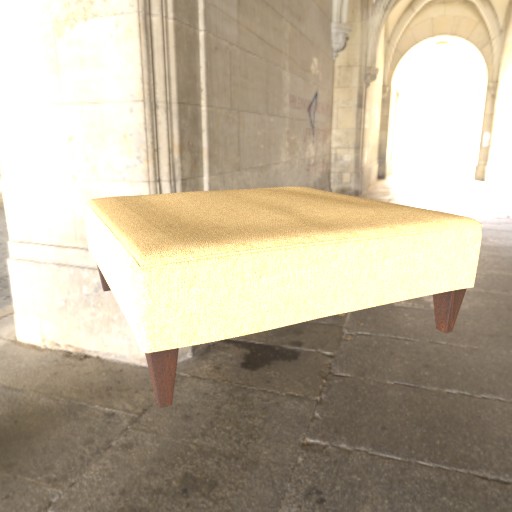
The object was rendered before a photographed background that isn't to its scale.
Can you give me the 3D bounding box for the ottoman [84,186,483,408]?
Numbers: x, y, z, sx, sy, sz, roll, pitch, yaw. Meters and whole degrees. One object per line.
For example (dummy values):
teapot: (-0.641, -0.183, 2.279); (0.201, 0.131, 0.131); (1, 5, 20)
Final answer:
ottoman: (0.000, 0.000, 1.496); (0.981, 0.378, 0.970); (-7, 16, -25)
